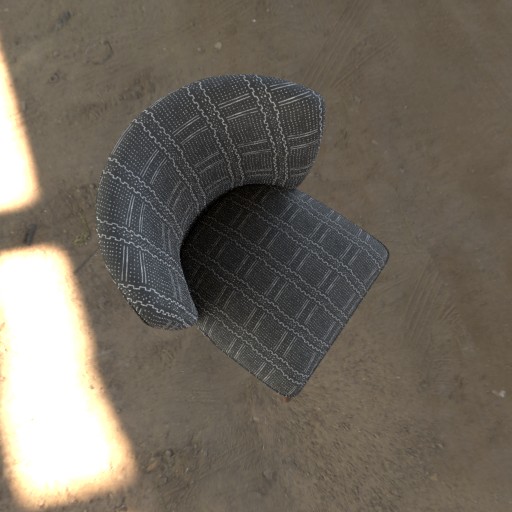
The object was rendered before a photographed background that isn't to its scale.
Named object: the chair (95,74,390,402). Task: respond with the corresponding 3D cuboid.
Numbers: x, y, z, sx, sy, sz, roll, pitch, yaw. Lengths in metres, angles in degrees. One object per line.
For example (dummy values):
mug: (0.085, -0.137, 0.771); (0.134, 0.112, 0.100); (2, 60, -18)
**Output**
chair: (0.000, 0.000, 1.420); (0.758, 0.866, 0.710); (35, 78, 9)
